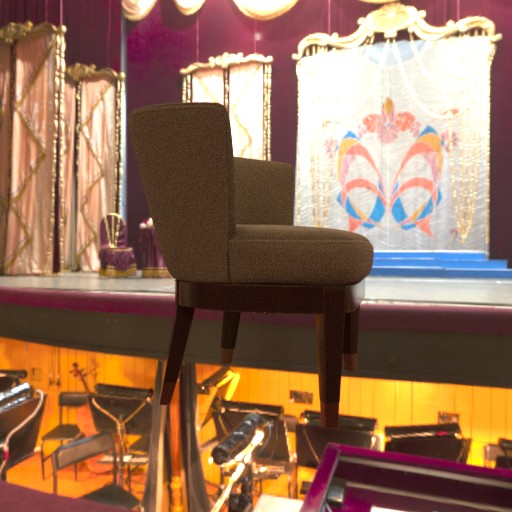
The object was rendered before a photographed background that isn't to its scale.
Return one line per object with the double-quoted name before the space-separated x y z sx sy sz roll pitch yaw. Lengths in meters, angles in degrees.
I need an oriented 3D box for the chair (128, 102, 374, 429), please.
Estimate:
"chair" 0.000 0.000 1.295 0.660 0.760 0.700 0 0 17
